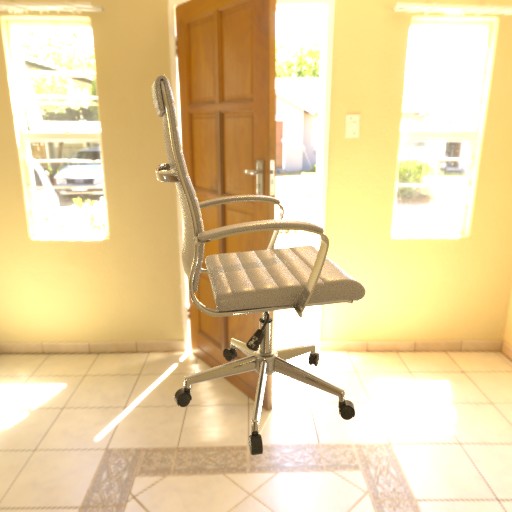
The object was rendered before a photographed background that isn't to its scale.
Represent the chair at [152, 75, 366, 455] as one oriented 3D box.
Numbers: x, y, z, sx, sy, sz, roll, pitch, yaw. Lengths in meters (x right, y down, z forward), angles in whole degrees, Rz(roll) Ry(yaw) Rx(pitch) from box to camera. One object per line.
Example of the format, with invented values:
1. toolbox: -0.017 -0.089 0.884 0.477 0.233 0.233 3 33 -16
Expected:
1. chair: 0.000 0.000 1.589 0.667 1.149 0.679 -3 16 -10
